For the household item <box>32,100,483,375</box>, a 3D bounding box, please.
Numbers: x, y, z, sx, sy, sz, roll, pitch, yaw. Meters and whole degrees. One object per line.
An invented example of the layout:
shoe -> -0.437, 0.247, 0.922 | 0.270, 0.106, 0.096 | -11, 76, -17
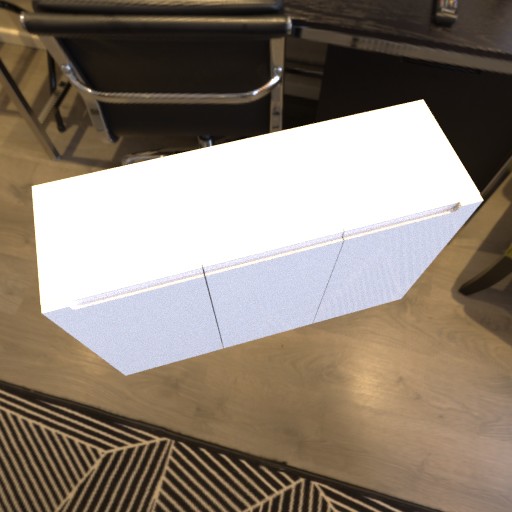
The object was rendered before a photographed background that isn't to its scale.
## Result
household item -> 0.000, 0.000, 1.728 | 1.300, 0.867, 0.420 | -14, 65, -7
